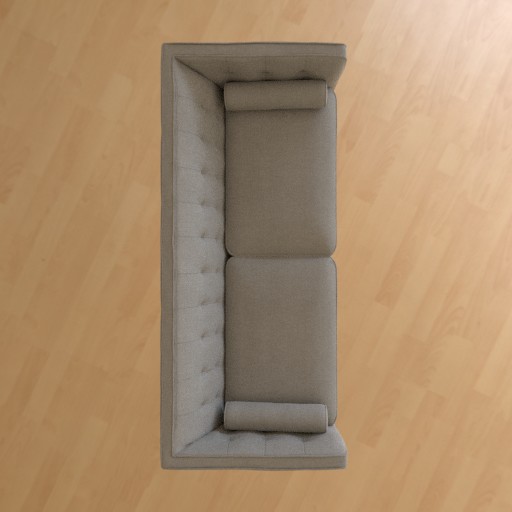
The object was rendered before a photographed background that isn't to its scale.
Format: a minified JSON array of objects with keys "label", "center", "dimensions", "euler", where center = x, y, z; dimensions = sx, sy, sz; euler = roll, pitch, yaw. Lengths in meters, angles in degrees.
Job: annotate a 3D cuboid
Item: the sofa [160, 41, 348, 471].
[{"label":"sofa","center":[0.000,0.000,2.503],"dimensions":[0.912,0.798,2.079],"euler":[0,90,1]}]
